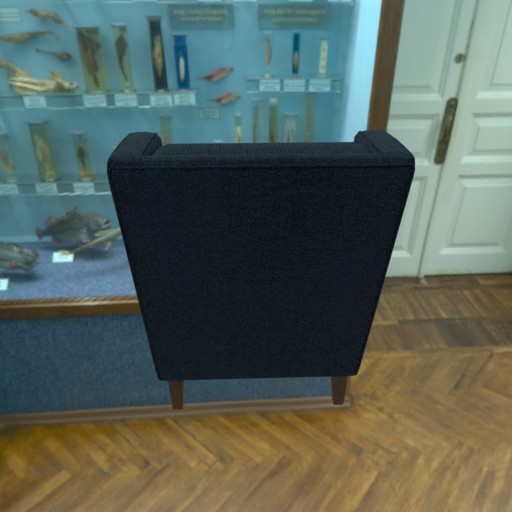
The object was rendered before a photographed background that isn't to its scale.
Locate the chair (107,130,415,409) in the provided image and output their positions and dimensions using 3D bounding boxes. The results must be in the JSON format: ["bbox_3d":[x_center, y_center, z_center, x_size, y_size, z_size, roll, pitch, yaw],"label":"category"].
[{"bbox_3d":[0.000,0.000,1.731,0.764,1.072,0.947,-1,29,-2],"label":"chair"}]
